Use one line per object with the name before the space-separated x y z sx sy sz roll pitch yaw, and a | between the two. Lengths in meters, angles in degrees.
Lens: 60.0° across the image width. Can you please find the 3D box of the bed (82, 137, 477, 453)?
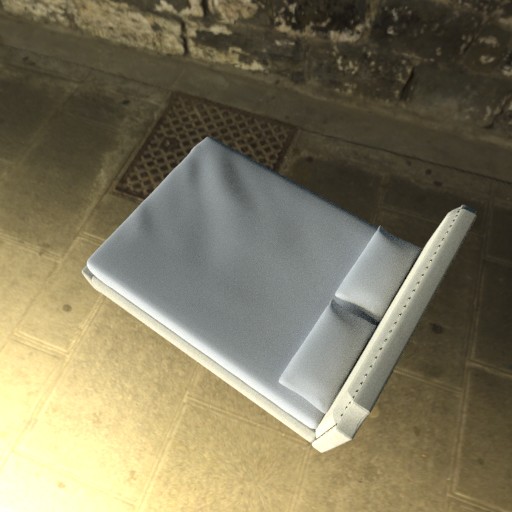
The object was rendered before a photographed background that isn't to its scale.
bed | 0.000 0.000 3.447 2.381 1.457 1.713 31 67 15
